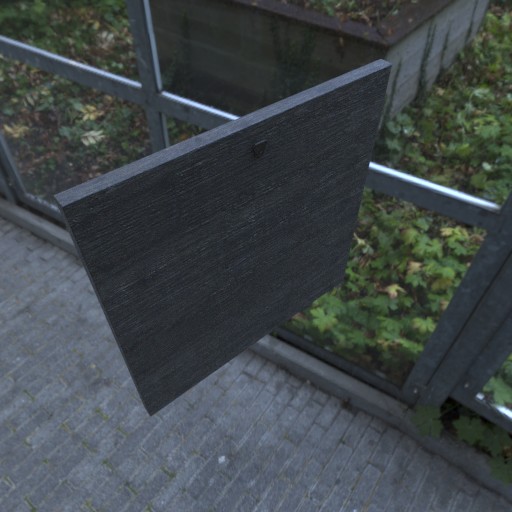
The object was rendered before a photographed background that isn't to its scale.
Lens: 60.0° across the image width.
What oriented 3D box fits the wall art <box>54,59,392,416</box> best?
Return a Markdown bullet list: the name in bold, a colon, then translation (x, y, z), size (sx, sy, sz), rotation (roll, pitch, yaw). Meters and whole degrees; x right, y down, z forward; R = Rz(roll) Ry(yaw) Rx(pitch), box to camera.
- **wall art**: translation (0.000, 0.000, 0.670), size (0.462, 0.459, 0.027), rotation (-31, 54, -25)
